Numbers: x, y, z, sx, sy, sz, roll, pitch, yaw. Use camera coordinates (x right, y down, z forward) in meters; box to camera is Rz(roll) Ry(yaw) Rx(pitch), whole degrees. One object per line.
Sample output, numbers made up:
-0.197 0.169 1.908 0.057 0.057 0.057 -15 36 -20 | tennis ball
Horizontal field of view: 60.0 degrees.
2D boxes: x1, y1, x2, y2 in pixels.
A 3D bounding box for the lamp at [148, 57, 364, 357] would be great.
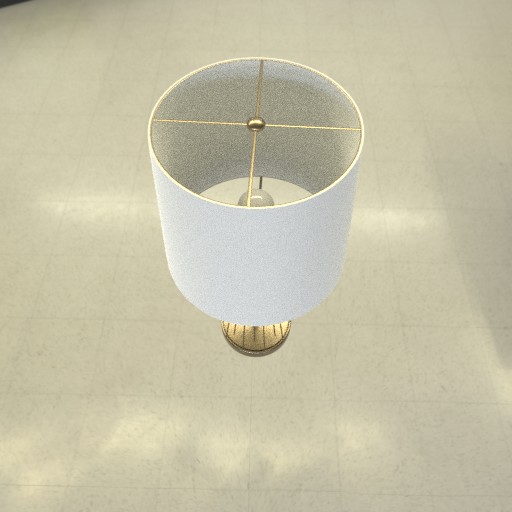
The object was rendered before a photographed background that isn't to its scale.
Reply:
0.000 0.000 0.790 0.303 0.618 0.303 0 58 0 | lamp
